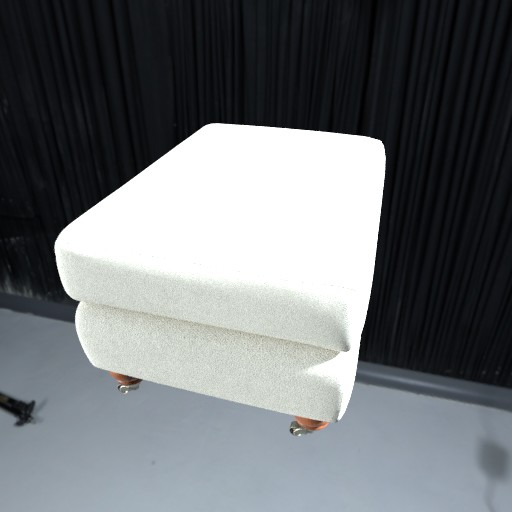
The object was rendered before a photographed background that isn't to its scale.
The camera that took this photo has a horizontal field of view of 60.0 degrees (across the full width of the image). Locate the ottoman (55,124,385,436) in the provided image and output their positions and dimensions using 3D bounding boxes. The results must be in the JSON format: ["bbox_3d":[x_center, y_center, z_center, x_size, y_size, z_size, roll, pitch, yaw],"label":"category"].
[{"bbox_3d":[0.000,0.000,1.126,0.569,0.499,0.773,9,33,14],"label":"ottoman"}]
